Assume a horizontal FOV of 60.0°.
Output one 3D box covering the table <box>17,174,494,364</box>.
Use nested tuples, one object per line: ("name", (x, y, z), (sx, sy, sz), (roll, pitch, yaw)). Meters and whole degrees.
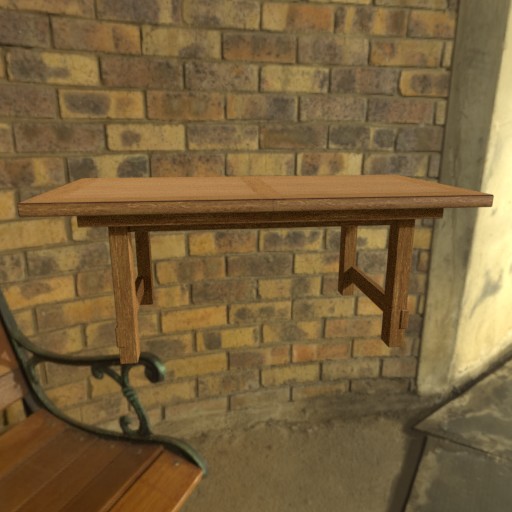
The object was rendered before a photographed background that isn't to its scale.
("table", (0.000, 0.000, 2.401), (1.982, 0.762, 1.000), (-2, 16, -7))
